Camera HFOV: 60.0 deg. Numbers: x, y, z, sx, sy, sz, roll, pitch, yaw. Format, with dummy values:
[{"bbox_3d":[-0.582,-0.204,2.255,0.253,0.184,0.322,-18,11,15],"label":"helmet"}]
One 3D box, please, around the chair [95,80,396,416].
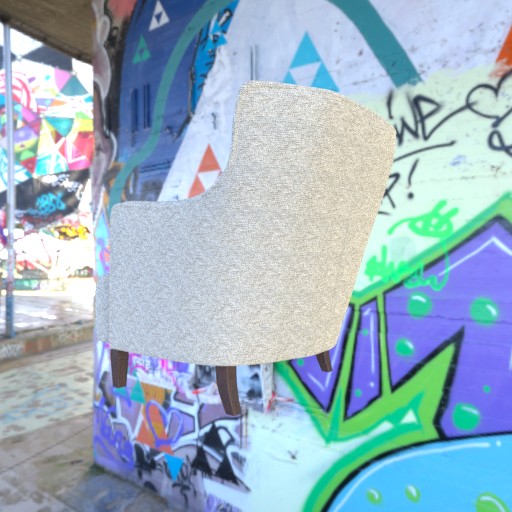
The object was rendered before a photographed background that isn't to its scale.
[{"bbox_3d":[0.000,0.000,1.633,0.910,0.920,0.820,0,0,36],"label":"chair"}]
